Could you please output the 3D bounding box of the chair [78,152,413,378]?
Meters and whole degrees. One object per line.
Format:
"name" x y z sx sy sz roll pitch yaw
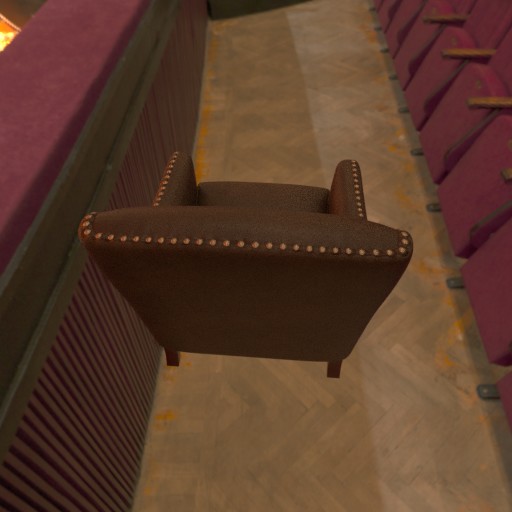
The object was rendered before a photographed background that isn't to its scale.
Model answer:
"chair" 0.000 0.000 1.314 0.639 0.813 0.704 3 47 3
